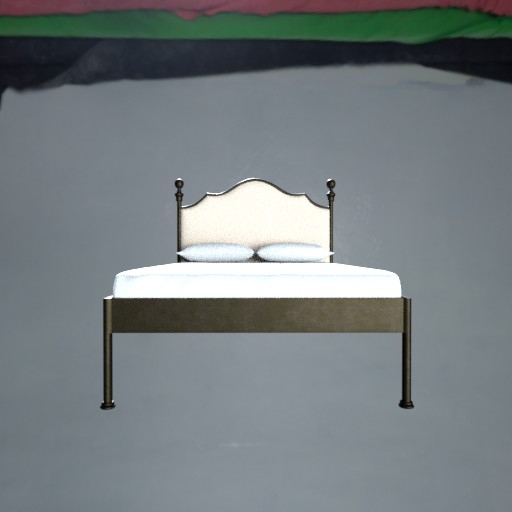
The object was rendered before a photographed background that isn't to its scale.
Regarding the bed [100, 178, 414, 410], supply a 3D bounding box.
[{"bbox_3d":[0.000,0.000,3.190,1.533,1.462,2.170,0,1,0],"label":"bed"}]
